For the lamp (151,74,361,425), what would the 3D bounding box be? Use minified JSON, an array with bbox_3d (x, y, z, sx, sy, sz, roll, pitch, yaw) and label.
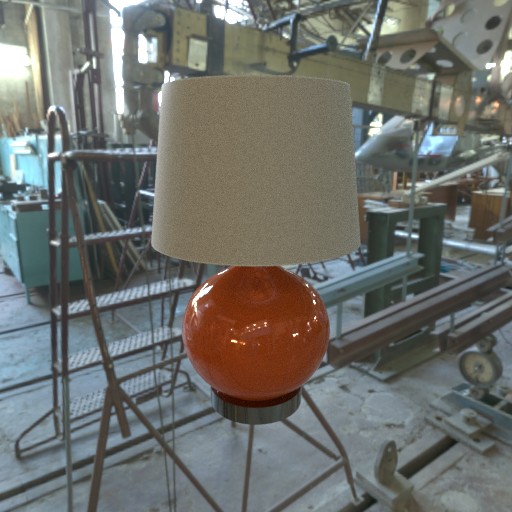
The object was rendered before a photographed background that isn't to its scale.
[{"bbox_3d":[0.000,0.000,0.541,0.247,0.387,0.247,0,15,0],"label":"lamp"}]
